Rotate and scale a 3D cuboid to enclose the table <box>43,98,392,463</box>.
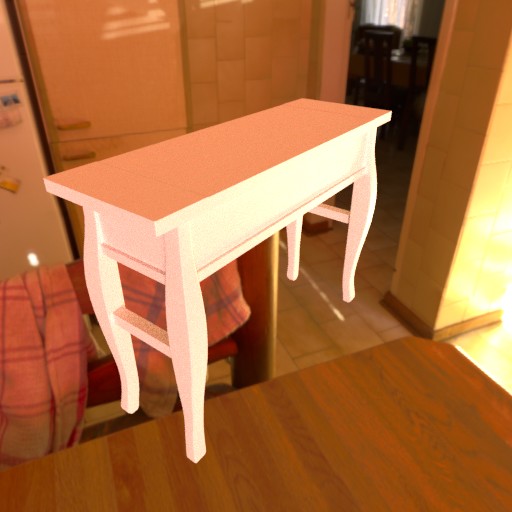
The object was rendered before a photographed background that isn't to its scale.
[{"bbox_3d":[0.000,0.000,1.427,0.373,0.768,1.062,21,36,31],"label":"table"}]
